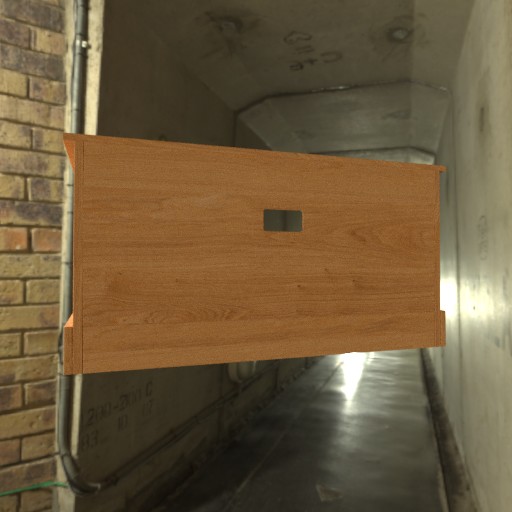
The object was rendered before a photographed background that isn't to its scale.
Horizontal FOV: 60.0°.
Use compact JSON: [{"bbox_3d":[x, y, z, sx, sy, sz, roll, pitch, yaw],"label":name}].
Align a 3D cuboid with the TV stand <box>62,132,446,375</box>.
[{"bbox_3d":[0.000,0.000,1.385,1.080,0.550,0.440,0,-1,-19],"label":"TV stand"}]
